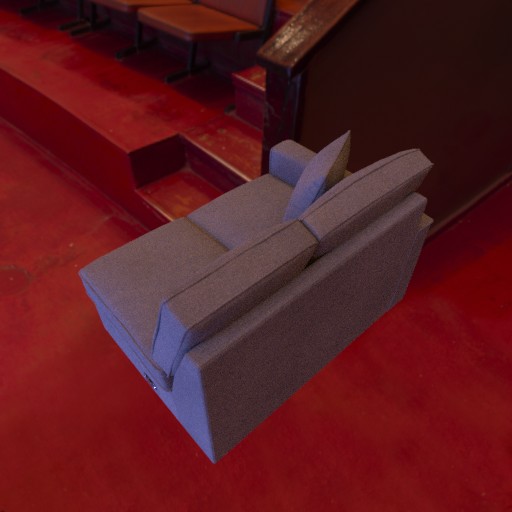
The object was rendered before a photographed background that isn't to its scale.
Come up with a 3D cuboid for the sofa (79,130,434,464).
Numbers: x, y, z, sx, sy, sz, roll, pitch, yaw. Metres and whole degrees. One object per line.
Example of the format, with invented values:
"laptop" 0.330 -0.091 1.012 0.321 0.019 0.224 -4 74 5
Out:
"sofa" 0.000 0.000 2.111 1.388 0.989 0.991 -33 54 -28
